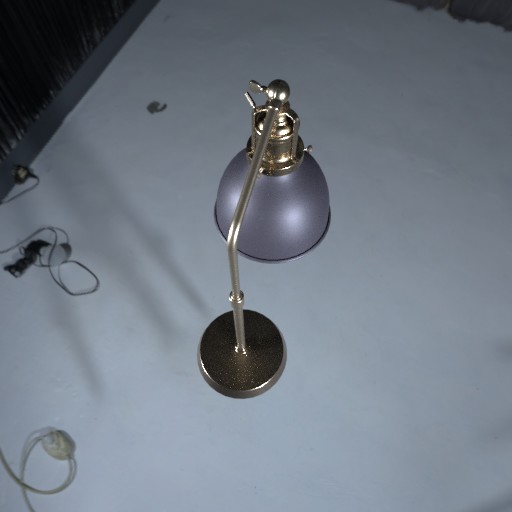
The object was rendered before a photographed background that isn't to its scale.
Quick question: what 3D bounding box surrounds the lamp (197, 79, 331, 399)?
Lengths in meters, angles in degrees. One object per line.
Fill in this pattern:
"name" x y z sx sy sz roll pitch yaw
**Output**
"lamp" 0.000 0.000 0.585 0.160 0.456 0.291 17 63 9
